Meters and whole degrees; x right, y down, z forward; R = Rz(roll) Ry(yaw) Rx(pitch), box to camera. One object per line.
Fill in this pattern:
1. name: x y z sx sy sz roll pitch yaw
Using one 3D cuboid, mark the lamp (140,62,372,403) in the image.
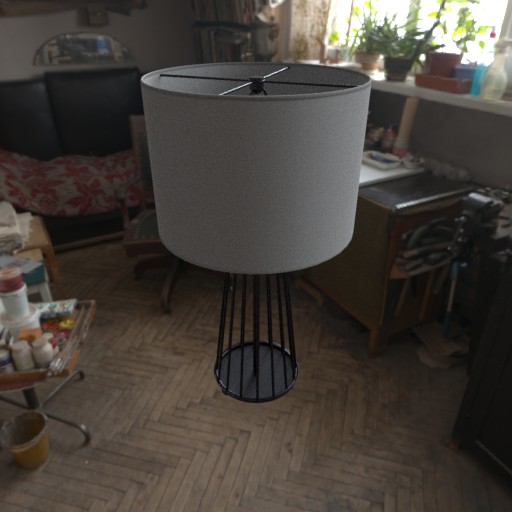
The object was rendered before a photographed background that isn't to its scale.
1. lamp: 0.000 0.000 0.779 0.322 0.593 0.322 11 32 18
